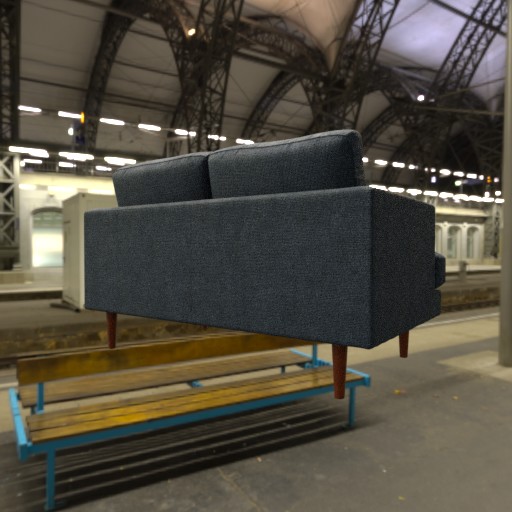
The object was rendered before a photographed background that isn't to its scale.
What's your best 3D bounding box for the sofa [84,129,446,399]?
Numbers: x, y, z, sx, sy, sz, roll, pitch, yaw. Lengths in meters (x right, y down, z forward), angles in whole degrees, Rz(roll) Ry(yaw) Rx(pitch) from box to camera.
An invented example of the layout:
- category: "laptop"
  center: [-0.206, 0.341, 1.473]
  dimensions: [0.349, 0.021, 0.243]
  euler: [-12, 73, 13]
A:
- category: "sofa"
  center: [0.000, 0.000, 2.183]
  dimensions: [1.582, 0.944, 0.903]
  euler: [1, 1, 36]
